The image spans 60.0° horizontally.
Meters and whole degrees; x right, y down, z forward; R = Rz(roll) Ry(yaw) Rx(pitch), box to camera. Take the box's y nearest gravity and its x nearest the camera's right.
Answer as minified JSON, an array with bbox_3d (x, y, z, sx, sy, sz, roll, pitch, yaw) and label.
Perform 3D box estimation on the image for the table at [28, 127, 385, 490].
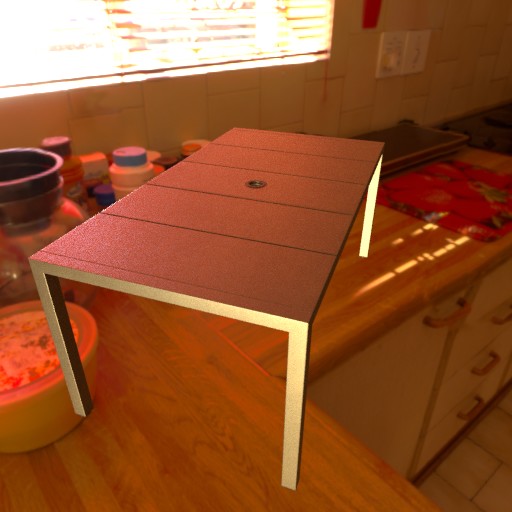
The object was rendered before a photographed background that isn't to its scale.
[{"bbox_3d":[0.000,0.000,2.124,0.914,0.735,1.680,11,32,17],"label":"table"}]
